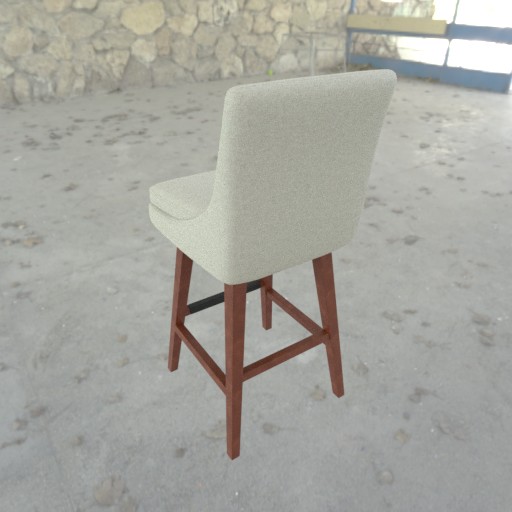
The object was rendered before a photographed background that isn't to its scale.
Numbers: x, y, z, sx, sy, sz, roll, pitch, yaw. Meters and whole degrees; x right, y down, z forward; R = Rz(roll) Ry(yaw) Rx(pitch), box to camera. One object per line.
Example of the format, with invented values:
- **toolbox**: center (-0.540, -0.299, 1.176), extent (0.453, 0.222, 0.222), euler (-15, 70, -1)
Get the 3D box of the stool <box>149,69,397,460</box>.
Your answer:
- **stool**: center (0.000, 0.000, 1.355), extent (0.470, 1.092, 0.559), euler (-19, 35, -29)
